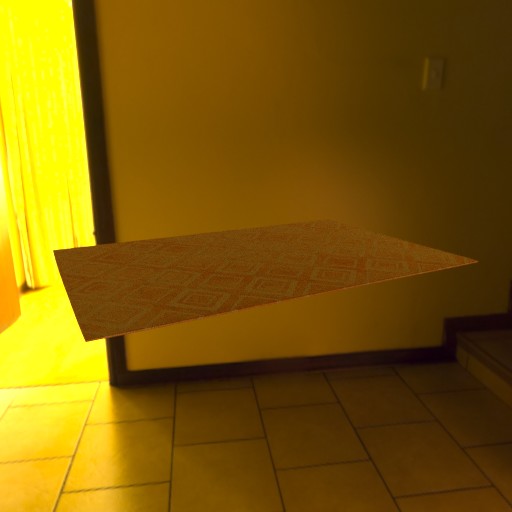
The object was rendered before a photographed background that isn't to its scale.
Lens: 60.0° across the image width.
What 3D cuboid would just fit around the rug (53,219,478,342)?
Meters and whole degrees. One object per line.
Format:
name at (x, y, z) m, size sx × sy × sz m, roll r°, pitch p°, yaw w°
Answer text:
rug at (0.000, 0.000, 2.266) m, size 1.829 × 0.010 × 1.213 m, roll -8°, pitch 18°, yaw -27°
